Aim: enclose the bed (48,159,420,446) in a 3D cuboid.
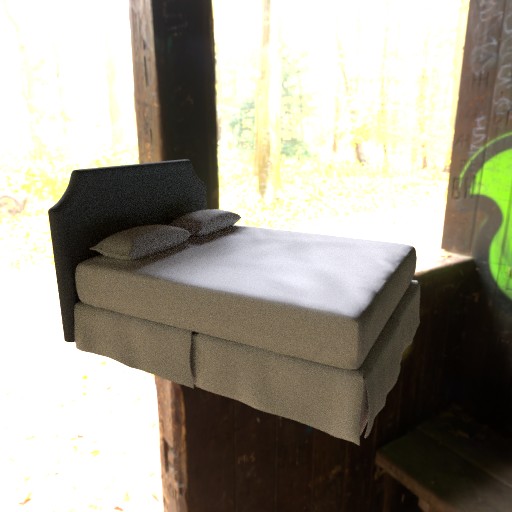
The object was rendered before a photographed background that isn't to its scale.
[{"bbox_3d":[0.000,0.000,3.345,2.259,1.296,1.811,8,18,27],"label":"bed"}]
